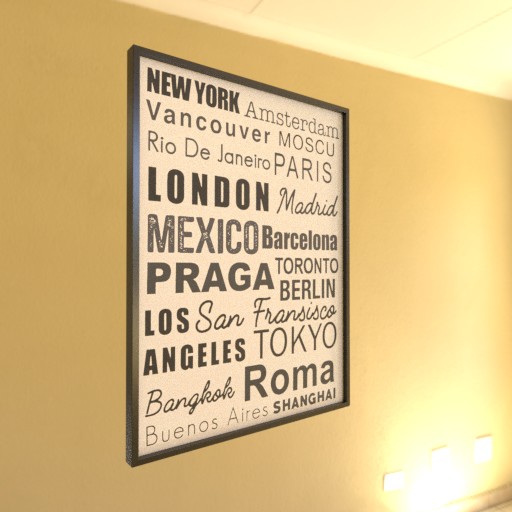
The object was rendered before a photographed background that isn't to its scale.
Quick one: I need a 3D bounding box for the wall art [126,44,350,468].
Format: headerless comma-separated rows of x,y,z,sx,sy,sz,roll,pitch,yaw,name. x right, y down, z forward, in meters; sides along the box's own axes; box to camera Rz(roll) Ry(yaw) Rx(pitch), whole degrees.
0.000,0.000,1.344,0.788,1.046,0.043,1,-1,-36,wall art
